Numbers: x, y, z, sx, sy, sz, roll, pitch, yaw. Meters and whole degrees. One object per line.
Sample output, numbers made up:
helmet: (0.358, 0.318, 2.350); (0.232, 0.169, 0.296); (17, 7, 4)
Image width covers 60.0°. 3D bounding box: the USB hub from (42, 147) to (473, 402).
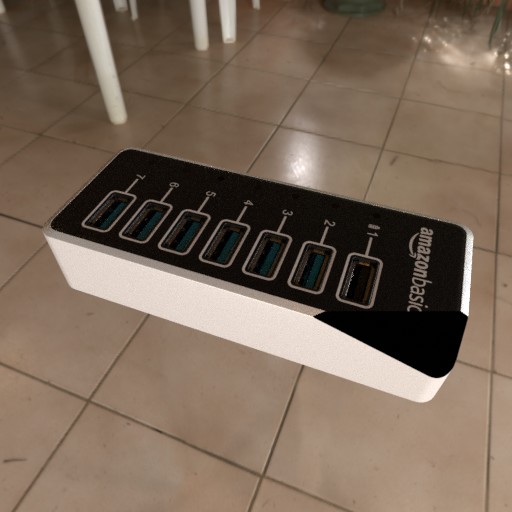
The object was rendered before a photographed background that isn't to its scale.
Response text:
USB hub: (0.000, 0.000, 0.127); (0.110, 0.023, 0.044); (16, 49, 14)
